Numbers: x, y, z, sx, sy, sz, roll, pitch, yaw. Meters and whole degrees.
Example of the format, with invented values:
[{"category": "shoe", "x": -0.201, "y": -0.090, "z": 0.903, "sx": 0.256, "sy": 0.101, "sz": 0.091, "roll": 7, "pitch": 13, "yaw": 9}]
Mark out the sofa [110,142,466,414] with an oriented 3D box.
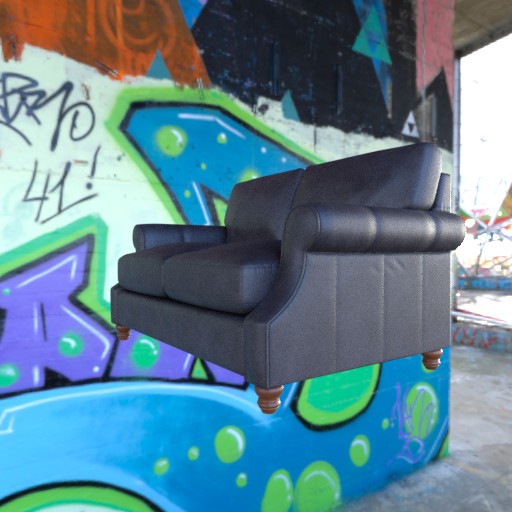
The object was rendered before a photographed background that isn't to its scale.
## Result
[{"category": "sofa", "x": 0.000, "y": 0.000, "z": 2.250, "sx": 1.030, "sy": 0.979, "sz": 1.663, "roll": -1, "pitch": 1, "yaw": -35}]
